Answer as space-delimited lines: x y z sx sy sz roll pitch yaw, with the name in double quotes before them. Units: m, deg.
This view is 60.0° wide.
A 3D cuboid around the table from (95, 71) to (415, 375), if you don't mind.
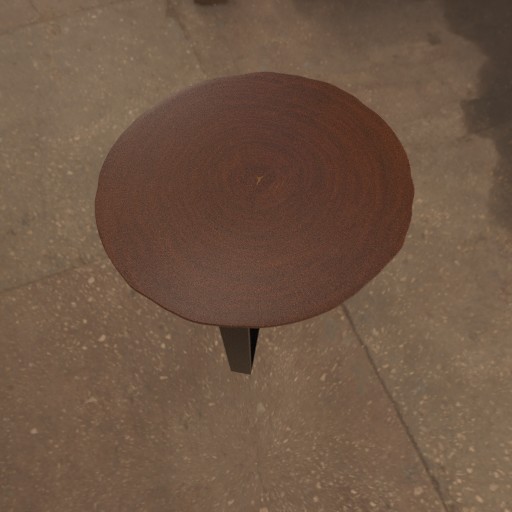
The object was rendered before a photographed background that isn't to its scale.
"table" 0.000 0.000 0.772 0.410 0.450 0.380 -18 66 -8
